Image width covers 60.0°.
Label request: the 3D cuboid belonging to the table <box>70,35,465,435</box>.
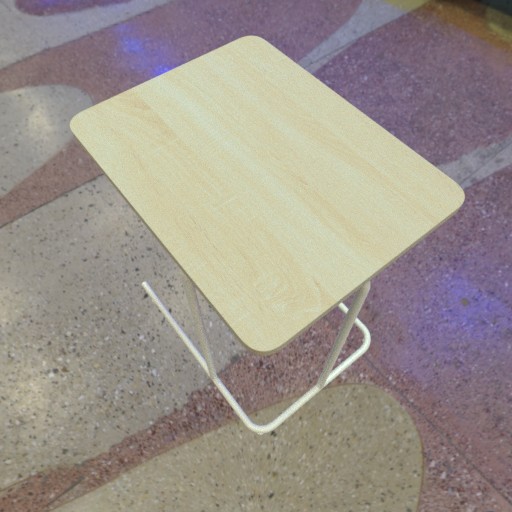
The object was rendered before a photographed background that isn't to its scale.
[{"bbox_3d":[0.000,0.000,0.870,0.370,0.550,0.480,-34,64,-19],"label":"table"}]
